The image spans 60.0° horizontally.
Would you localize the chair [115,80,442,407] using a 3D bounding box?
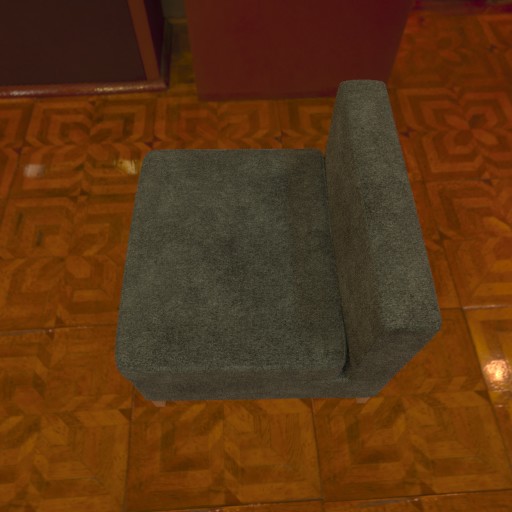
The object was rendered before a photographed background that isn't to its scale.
[{"bbox_3d":[0.000,0.000,1.215,0.680,0.660,0.680,-1,60,-1],"label":"chair"}]
